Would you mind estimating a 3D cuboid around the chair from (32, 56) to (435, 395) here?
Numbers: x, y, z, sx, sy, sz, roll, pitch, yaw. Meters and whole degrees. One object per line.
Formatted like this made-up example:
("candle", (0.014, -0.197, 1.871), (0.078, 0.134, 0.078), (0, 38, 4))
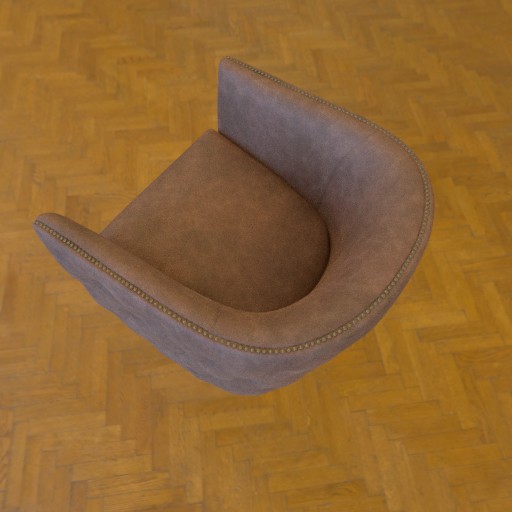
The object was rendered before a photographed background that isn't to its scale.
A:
("chair", (0.000, 0.000, 1.453), (0.870, 0.790, 0.850), (33, 67, 16))
